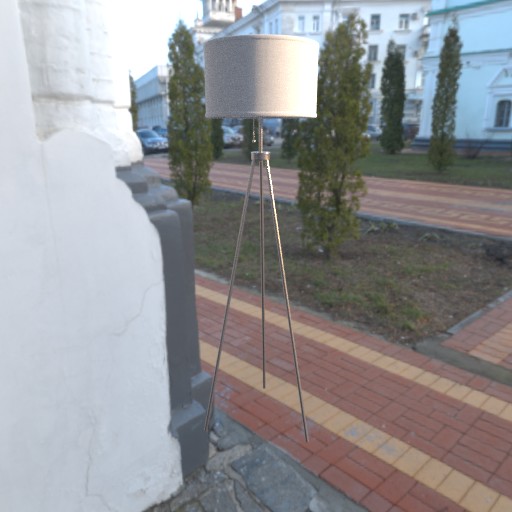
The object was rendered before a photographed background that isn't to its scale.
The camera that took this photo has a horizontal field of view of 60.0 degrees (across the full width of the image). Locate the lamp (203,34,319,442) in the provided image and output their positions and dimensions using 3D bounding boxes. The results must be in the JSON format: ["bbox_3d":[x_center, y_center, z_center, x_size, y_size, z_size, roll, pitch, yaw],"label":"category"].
[{"bbox_3d":[0.000,0.000,1.772,0.458,1.545,0.448,-8,18,-26],"label":"lamp"}]
